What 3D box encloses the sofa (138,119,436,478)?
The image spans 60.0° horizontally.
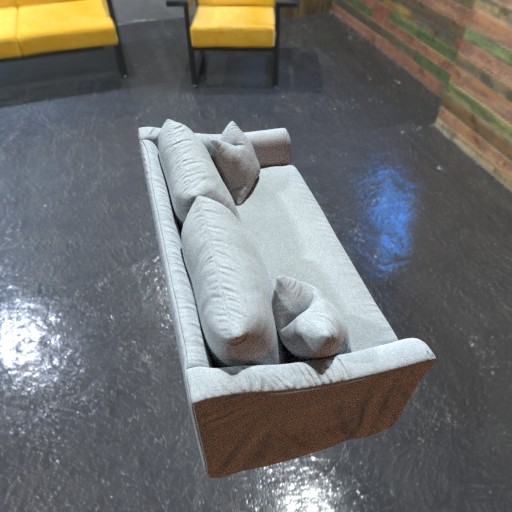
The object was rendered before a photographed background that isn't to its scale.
[{"bbox_3d":[0.000,0.000,2.578,1.072,1.018,2.010,-12,47,-11],"label":"sofa"}]
